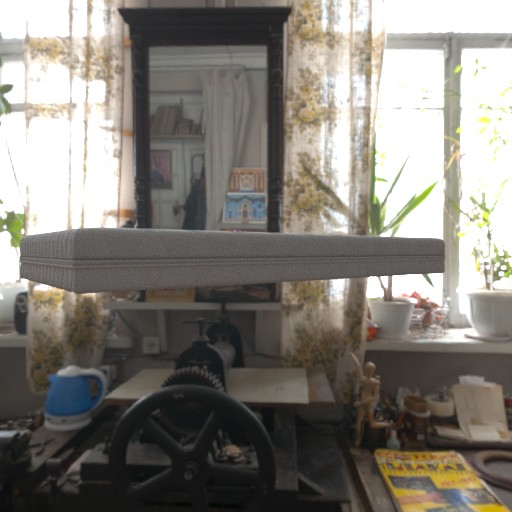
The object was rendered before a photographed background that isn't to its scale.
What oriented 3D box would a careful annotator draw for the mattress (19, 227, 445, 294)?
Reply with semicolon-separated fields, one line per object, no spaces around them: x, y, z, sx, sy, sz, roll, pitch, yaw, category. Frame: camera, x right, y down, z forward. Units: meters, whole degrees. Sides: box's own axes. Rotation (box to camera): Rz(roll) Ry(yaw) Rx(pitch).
0.000;0.000;2.241;2.000;0.200;0.900;-1;1;-37;mattress
